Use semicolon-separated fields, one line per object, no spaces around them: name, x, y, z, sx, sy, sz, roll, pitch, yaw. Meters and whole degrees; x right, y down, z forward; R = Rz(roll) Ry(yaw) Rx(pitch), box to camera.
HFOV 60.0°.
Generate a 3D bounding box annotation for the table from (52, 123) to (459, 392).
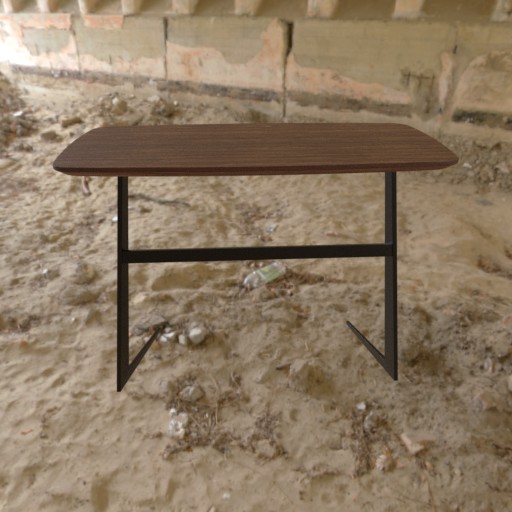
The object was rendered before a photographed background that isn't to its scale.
table;0.000;0.000;1.115;0.804;0.576;0.361;-2;29;-3
